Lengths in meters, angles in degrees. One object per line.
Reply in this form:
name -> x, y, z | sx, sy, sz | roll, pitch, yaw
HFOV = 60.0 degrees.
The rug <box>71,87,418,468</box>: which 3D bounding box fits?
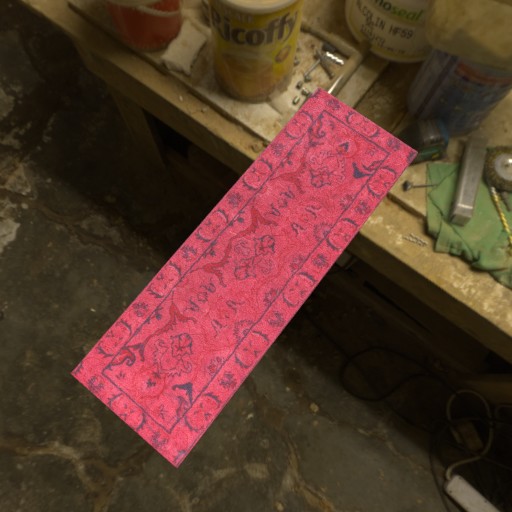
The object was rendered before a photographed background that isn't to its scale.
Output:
rug -> 0.000, 0.000, 2.749 | 0.813, 0.018, 2.439 | 37, 78, 9
